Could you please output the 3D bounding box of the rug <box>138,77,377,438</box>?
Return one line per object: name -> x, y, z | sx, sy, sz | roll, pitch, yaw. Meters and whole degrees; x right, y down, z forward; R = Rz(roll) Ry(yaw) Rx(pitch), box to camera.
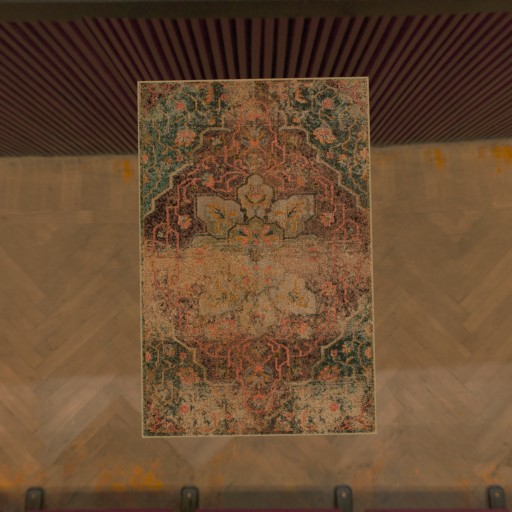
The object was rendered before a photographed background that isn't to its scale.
rug -> 0.000, 0.000, 2.901 | 1.566, 0.004, 2.363 | 0, 89, 0
